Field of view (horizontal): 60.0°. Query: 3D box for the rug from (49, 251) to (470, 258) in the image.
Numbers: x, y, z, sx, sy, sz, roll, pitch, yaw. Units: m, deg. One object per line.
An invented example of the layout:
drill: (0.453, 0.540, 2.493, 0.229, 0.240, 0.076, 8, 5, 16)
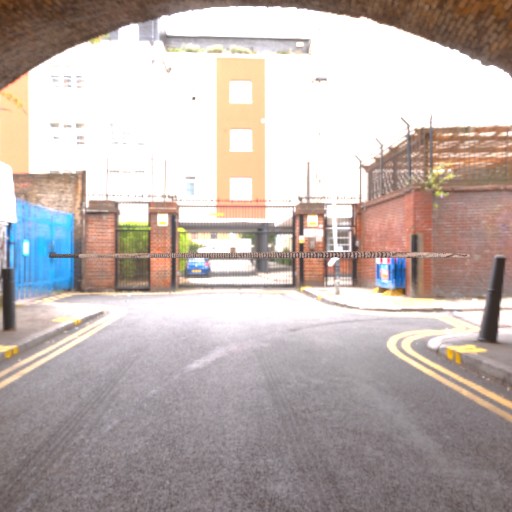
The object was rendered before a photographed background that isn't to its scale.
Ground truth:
rug: (0.000, 0.000, 2.327, 1.847, 0.020, 1.238, 0, 0, 35)
